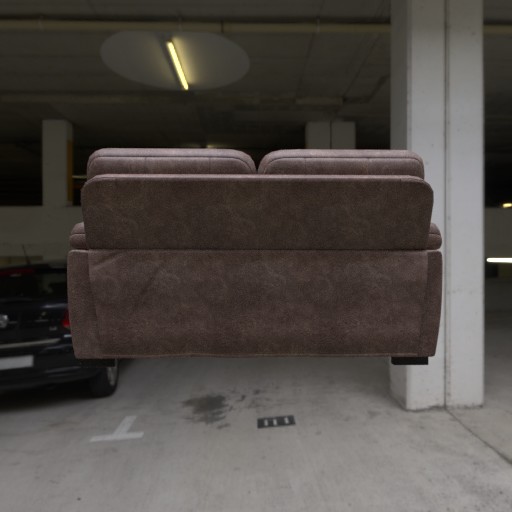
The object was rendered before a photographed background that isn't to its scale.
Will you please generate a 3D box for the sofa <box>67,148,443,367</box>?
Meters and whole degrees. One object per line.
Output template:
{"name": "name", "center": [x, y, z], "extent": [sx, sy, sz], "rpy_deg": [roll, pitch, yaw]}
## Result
{"name": "sofa", "center": [0.000, 0.000, 2.397], "extent": [1.753, 0.991, 0.991], "rpy_deg": [0, 0, -1]}
